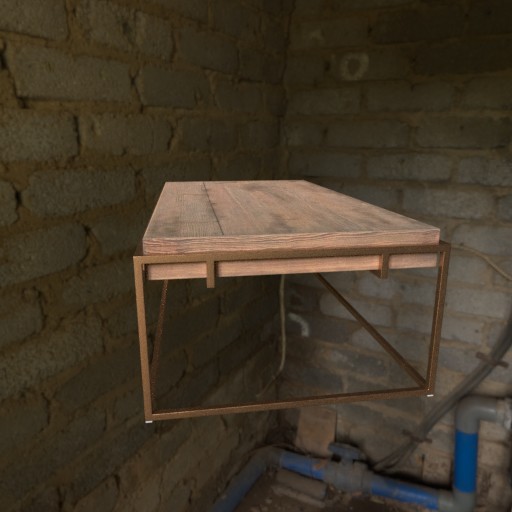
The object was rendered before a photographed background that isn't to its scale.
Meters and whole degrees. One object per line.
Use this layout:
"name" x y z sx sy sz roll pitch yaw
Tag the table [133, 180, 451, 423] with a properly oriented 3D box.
"table" 0.000 0.000 1.765 0.775 0.468 1.387 -2 15 -9
